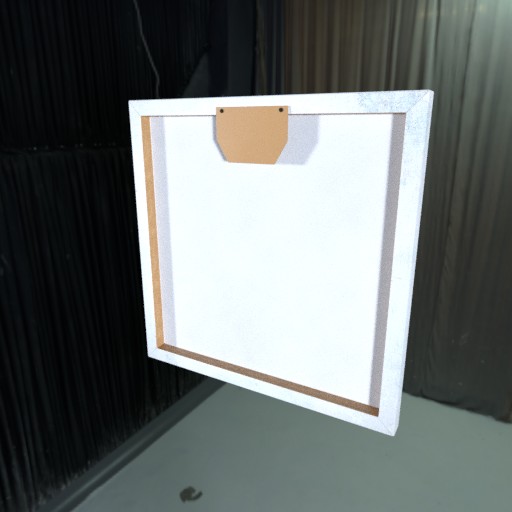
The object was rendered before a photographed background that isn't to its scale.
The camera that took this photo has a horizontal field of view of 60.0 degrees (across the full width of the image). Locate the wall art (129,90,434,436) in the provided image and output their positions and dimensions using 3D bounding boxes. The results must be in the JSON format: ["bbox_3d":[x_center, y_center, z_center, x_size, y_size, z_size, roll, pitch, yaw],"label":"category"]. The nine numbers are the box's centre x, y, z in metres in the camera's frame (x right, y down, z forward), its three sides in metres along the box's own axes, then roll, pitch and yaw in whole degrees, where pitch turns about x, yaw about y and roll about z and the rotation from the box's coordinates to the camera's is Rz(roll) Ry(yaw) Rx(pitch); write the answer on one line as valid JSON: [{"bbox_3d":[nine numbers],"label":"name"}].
[{"bbox_3d":[0.000,0.000,0.893,0.605,0.605,0.044,9,19,28],"label":"wall art"}]
